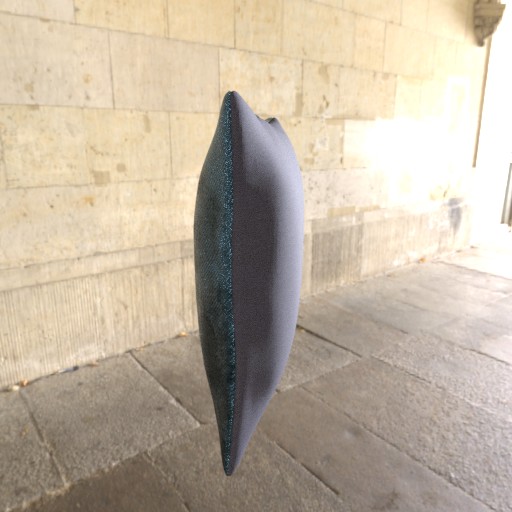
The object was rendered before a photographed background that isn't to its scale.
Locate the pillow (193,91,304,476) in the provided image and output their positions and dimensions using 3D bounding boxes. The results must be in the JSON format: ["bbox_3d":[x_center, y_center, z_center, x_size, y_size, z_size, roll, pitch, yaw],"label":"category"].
[{"bbox_3d":[0.000,0.000,0.667,0.138,0.430,0.436,2,15,8],"label":"pillow"}]
